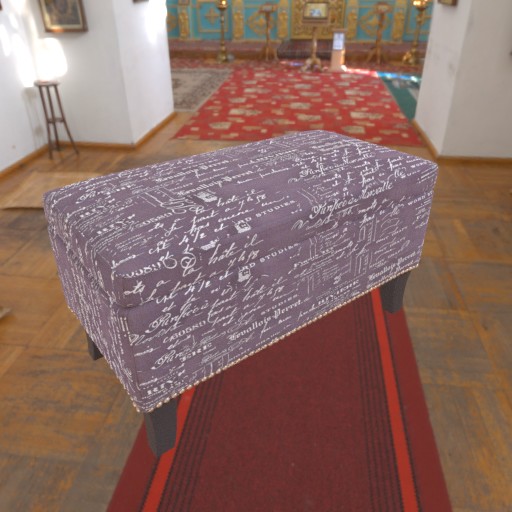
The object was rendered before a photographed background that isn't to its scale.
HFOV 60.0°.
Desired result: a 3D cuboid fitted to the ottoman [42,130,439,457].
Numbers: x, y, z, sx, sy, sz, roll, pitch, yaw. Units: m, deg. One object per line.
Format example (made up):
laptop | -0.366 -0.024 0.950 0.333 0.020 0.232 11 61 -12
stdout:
ottoman | 0.000 0.000 1.065 0.813 0.457 0.406 -22 37 -32
